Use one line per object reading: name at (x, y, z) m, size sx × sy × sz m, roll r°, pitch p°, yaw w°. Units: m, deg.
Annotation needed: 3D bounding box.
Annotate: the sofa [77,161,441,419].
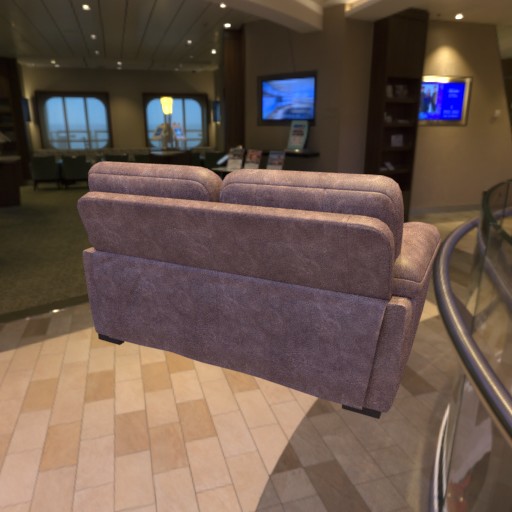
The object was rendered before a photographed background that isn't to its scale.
sofa at (0.000, 0.000, 2.374) m, size 1.753 × 0.991 × 0.991 m, roll 8°, pitch 19°, yaw 26°
